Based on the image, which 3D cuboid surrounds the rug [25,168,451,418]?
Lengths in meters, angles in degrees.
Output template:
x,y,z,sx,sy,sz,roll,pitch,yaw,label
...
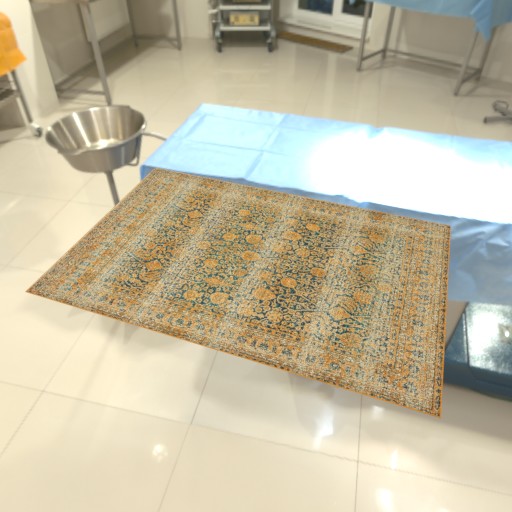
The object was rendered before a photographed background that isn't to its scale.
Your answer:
x,y,z,sx,sy,sz,roll,pitch,yaw,label
0.000,0.000,2.848,2.336,0.007,1.525,13,43,15,rug
